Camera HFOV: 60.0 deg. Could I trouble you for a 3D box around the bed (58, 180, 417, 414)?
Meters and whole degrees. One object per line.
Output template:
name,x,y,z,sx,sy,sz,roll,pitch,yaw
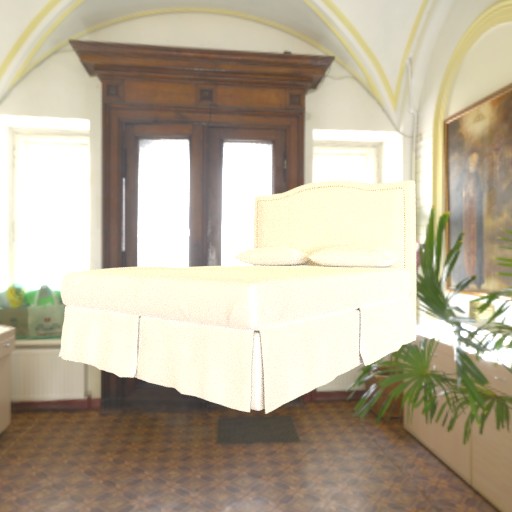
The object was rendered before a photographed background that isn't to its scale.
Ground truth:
bed,0.000,0.000,3.411,1.821,1.436,2.282,0,0,38
